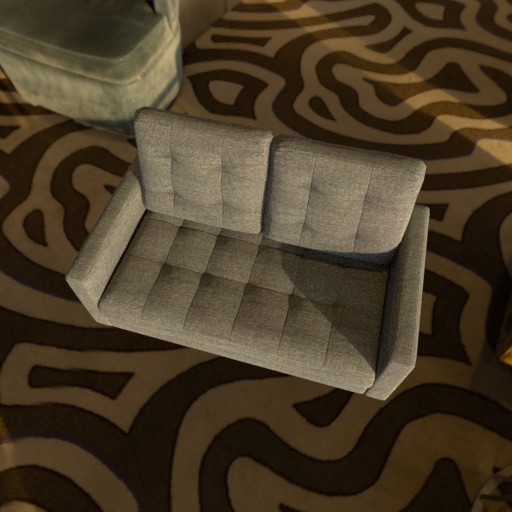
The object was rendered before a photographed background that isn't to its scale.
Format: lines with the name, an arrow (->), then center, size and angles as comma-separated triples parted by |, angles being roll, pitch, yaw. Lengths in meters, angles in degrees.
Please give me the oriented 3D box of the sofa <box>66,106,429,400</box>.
sofa -> 0.000, 0.000, 1.983 | 1.407, 0.907, 0.842 | 13, 58, 8
